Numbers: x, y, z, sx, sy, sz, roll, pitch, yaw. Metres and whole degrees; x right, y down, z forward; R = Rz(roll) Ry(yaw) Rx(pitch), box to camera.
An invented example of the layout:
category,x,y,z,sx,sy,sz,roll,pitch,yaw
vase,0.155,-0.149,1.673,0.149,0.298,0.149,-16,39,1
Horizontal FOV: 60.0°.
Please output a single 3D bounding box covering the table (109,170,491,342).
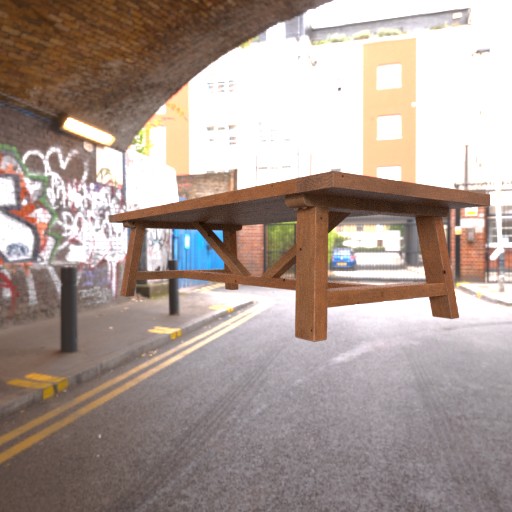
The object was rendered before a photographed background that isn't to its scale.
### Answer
category,x,y,z,sx,sy,sz,roll,pitch,yaw
table,0.000,0.000,2.116,0.820,0.465,1.800,-1,1,-36
